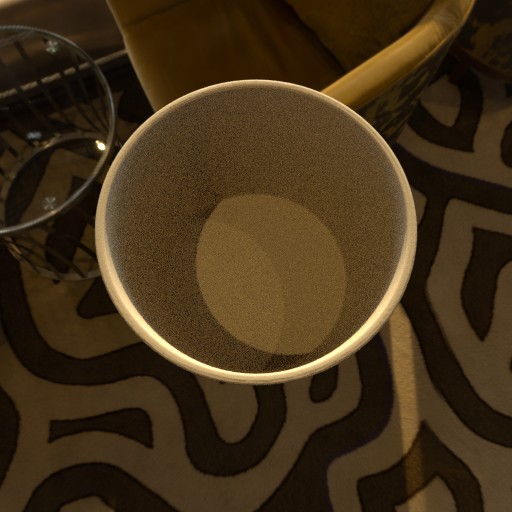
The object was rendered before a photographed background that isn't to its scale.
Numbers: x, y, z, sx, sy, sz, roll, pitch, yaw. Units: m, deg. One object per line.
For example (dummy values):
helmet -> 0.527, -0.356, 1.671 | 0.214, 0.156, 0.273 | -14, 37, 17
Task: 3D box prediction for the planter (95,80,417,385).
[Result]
planter -> 0.000, 0.000, 0.402 | 0.221, 0.201, 0.221 | 0, 75, 0
